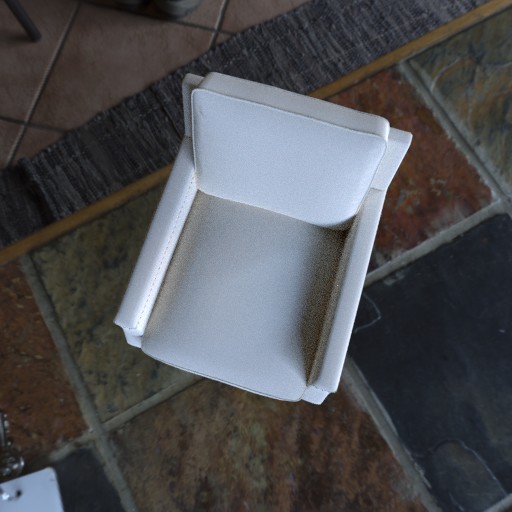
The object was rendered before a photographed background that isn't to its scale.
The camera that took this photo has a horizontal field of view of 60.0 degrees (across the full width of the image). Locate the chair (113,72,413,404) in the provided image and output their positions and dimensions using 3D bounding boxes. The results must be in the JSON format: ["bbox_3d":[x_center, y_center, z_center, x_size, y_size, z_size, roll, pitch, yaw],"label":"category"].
[{"bbox_3d":[0.000,0.000,1.775,0.853,0.943,1.014,17,76,4],"label":"chair"}]
